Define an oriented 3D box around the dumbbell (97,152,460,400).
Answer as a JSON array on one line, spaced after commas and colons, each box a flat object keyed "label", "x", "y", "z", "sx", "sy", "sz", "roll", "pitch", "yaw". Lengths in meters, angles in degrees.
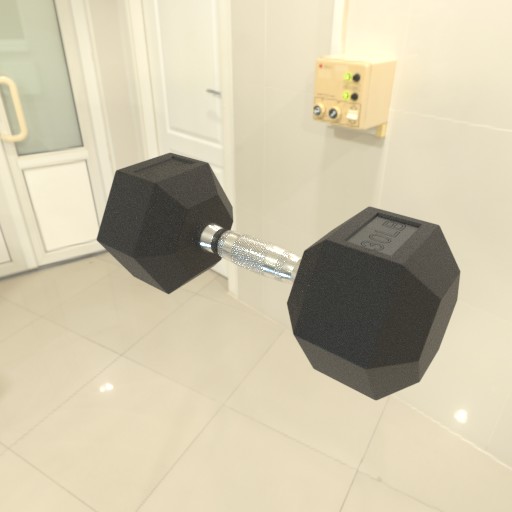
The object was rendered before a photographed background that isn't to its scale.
[{"label": "dumbbell", "x": 0.000, "y": 0.000, "z": 0.410, "sx": 0.337, "sy": 0.123, "sz": 0.142, "roll": 21, "pitch": 37, "yaw": 32}]
